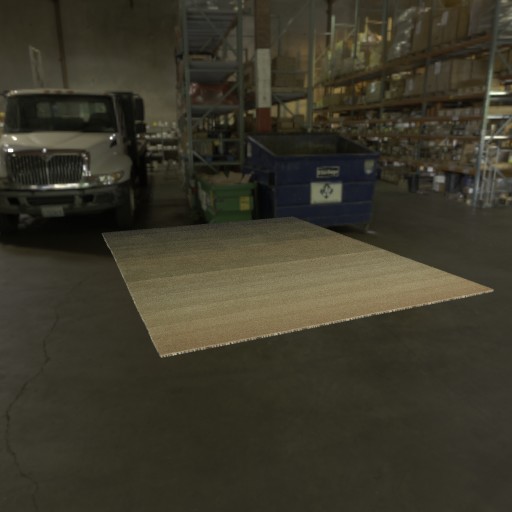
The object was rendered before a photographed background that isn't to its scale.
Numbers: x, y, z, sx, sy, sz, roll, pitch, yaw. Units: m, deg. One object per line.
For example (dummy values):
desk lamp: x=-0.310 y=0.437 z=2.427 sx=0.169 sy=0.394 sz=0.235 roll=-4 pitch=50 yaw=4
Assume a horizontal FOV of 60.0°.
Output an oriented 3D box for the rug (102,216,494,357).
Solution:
rug: x=0.000 y=0.000 z=3.902 sx=2.315 sy=0.015 sz=2.932 roll=-7 pitch=17 yaw=-23
